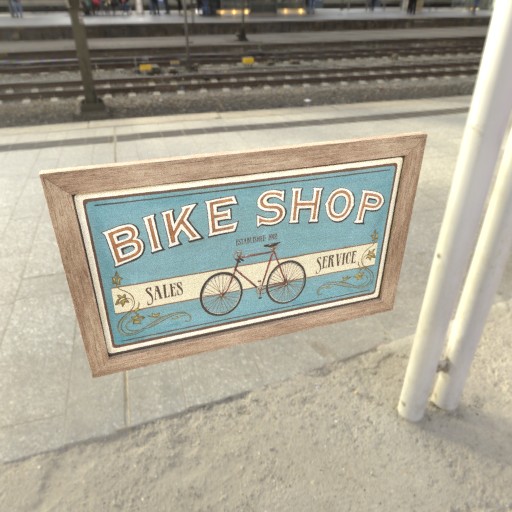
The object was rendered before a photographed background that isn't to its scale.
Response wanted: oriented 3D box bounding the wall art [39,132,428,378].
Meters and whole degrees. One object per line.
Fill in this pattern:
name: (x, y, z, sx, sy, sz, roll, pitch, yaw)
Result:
wall art: (0.000, 0.000, 0.986, 0.780, 0.480, 0.021, -10, 32, -16)
